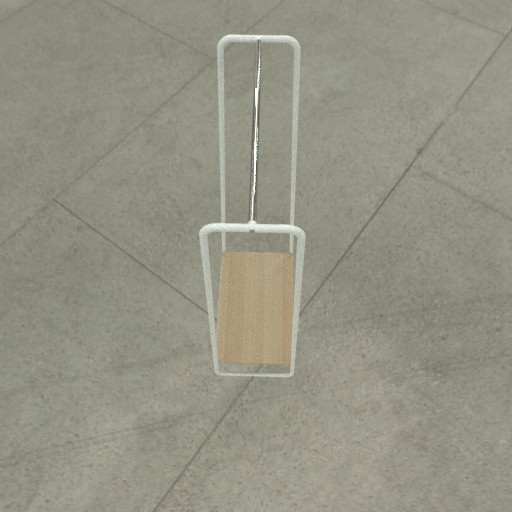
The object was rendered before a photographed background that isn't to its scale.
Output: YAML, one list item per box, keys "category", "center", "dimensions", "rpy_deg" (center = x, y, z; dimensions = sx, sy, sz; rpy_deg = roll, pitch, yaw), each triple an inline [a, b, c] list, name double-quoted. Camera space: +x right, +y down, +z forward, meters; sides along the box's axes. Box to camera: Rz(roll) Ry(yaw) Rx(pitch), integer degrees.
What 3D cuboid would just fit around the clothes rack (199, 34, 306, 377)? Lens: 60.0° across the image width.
- category: "clothes rack"
  center: [0.000, 0.000, 1.768]
  dimensions: [0.400, 1.500, 0.640]
  rpy_deg: [1, 63, 1]
